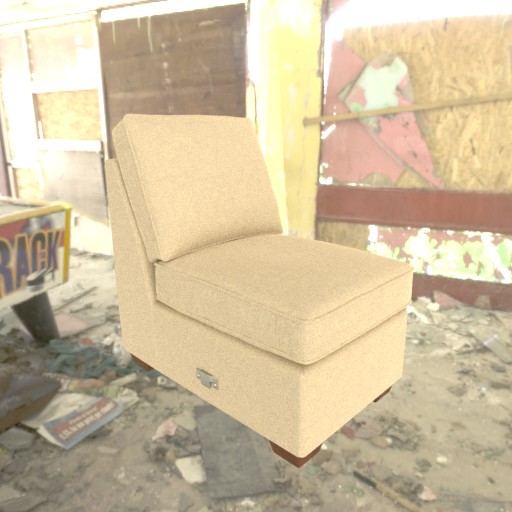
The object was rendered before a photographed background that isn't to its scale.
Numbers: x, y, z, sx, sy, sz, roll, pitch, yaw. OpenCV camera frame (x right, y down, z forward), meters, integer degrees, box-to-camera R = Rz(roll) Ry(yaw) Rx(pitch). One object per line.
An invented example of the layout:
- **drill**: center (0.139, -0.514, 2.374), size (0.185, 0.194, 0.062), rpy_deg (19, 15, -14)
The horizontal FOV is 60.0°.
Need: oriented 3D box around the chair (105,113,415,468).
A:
- **chair**: center (0.000, 0.000, 1.574), size (0.938, 0.970, 0.621), rpy_deg (15, 22, 42)
